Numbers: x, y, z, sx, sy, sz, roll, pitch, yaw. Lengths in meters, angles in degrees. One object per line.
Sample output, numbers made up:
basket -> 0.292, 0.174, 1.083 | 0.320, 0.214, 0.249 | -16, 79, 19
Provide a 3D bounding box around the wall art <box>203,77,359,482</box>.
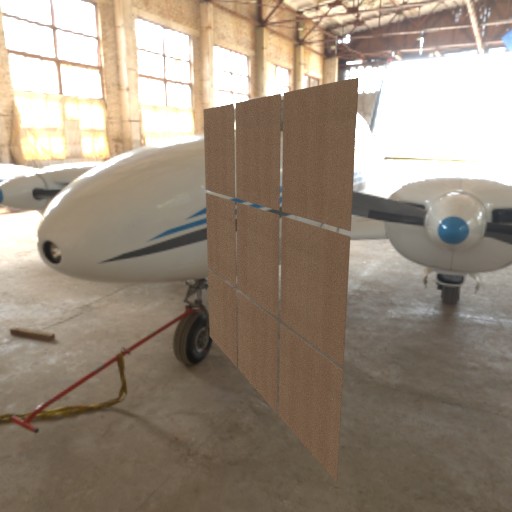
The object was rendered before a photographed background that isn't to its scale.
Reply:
wall art -> 0.000, 0.000, 2.238 | 0.002, 1.505, 1.517 | -7, 16, -24
